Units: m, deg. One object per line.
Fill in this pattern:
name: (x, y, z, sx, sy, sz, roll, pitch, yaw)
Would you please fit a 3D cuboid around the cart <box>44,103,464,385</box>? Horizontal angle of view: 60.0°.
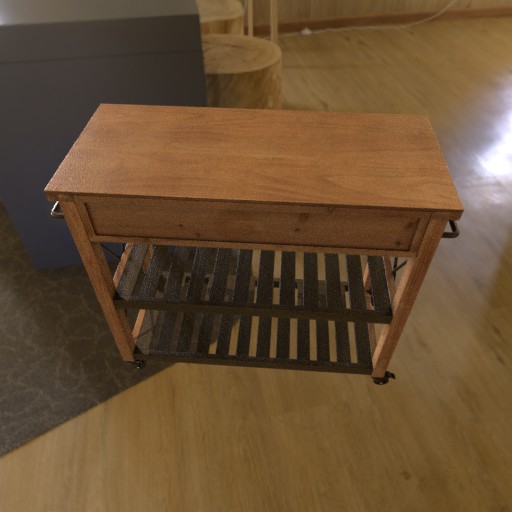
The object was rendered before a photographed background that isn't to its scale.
cart: (0.000, 0.000, 0.980, 0.686, 0.554, 0.298, 3, 46, 3)
